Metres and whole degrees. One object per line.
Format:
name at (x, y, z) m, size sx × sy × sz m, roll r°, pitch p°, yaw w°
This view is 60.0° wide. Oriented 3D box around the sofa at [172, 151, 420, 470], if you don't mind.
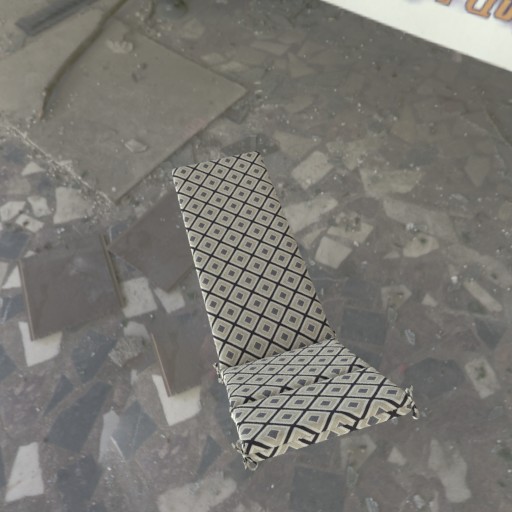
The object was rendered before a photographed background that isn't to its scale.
sofa at (0.000, 0.000, 1.916) m, size 0.582 × 0.622 × 1.663 m, roll -14°, pitch 60°, yaw -8°
